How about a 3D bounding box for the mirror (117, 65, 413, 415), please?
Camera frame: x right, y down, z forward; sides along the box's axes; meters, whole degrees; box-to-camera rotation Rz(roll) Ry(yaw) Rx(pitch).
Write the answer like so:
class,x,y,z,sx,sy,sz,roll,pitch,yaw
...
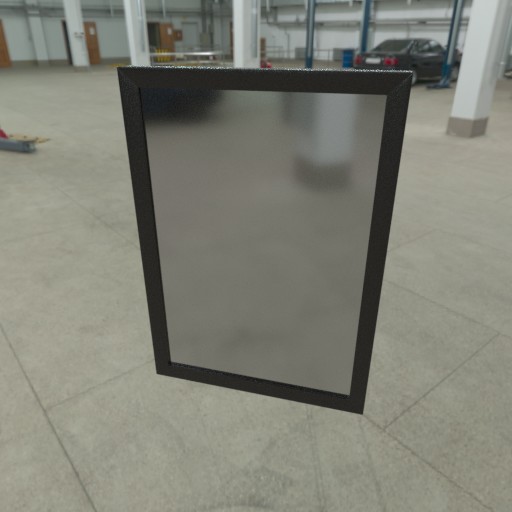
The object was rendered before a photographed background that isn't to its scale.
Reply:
class,x,y,z,sx,sy,sz,roll,pitch,yaw
mirror,0.000,0.000,0.910,0.507,0.710,0.040,7,27,14
